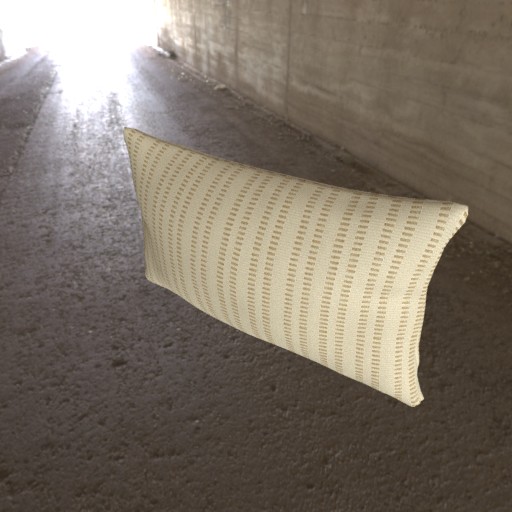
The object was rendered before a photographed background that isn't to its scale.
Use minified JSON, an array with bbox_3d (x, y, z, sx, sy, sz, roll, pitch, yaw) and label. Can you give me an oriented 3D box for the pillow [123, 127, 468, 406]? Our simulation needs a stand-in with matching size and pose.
[{"bbox_3d":[0.000,0.000,0.777,0.640,0.353,0.210,20,37,30],"label":"pillow"}]
